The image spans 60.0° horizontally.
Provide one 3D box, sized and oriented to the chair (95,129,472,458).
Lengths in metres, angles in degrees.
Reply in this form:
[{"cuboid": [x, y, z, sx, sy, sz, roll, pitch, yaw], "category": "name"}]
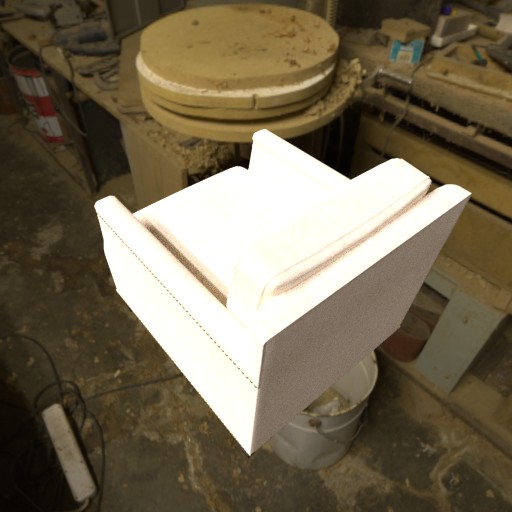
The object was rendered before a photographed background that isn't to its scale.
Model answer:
[{"cuboid": [0.000, 0.000, 1.710, 0.838, 0.940, 1.041, -31, 53, -27], "category": "chair"}]
